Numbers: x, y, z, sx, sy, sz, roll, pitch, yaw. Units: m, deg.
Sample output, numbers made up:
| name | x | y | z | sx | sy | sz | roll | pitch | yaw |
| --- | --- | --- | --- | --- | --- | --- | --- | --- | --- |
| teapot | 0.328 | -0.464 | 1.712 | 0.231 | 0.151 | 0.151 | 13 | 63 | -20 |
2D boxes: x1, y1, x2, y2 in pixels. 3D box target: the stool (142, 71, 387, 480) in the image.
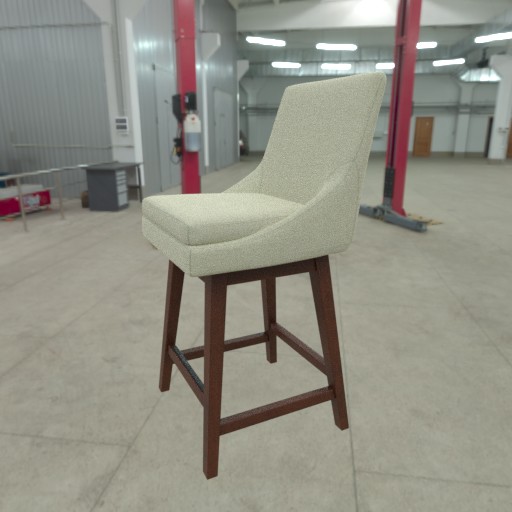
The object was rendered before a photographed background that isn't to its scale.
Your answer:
| name | x | y | z | sx | sy | sz | roll | pitch | yaw |
| --- | --- | --- | --- | --- | --- | --- | --- | --- | --- |
| stool | 0.000 | 0.000 | 1.296 | 0.559 | 0.991 | 0.469 | -8 | 18 | -26 |
